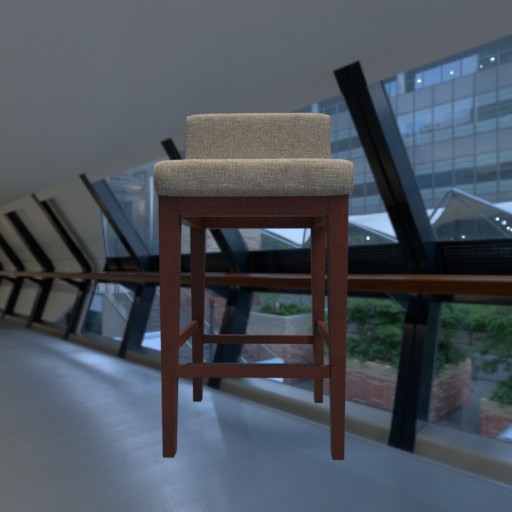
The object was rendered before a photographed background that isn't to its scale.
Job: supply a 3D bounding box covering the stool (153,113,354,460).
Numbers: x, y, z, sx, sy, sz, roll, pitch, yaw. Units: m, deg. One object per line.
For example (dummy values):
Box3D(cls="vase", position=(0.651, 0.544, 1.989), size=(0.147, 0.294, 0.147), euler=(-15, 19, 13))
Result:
Box3D(cls="stool", position=(0.000, 0.000, 1.114), size=(0.417, 0.835, 0.459), euler=(0, -1, 2))
